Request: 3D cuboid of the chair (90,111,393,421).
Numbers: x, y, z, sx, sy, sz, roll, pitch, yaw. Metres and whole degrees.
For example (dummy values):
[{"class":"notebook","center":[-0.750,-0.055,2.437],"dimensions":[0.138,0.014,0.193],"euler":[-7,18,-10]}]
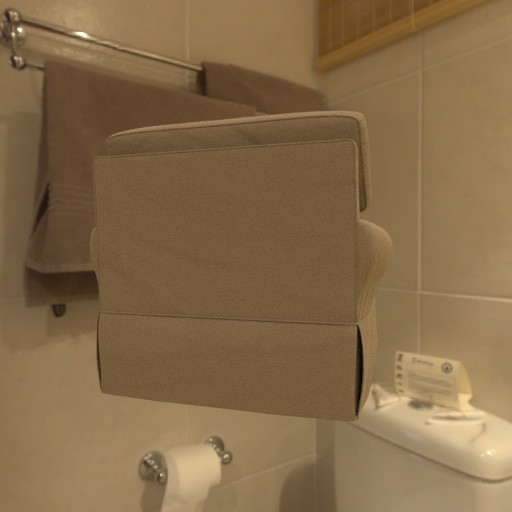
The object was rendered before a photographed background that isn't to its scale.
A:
[{"class":"chair","center":[0.000,0.000,1.923],"dimensions":[1.135,1.017,0.988],"euler":[0,1,17]}]
